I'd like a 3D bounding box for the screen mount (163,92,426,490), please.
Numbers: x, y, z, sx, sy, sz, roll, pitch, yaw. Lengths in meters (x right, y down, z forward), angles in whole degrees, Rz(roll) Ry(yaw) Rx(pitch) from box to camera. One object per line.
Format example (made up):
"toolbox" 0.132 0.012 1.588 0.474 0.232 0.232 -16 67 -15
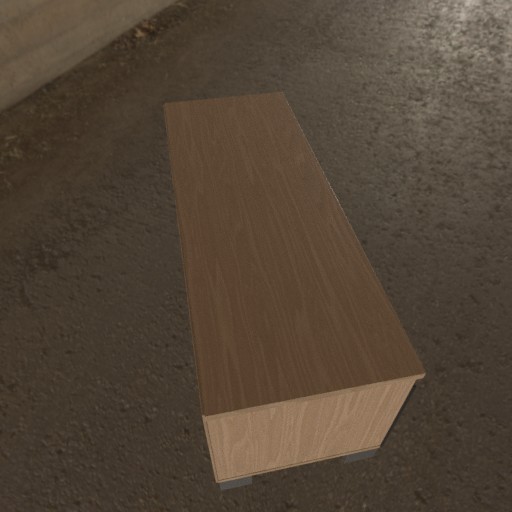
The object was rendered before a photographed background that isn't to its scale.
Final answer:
"screen mount" 0.000 0.000 1.291 0.406 0.432 1.084 -9 48 -8
